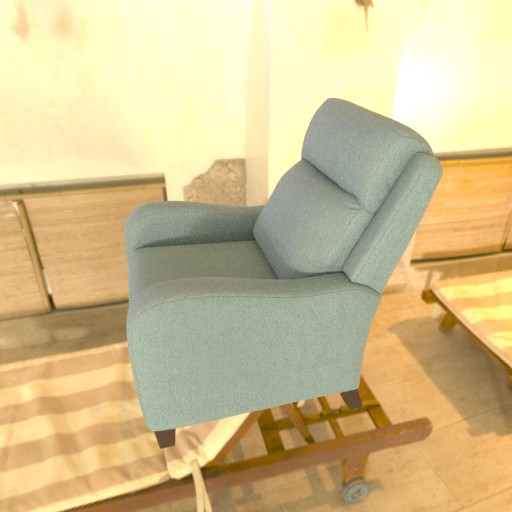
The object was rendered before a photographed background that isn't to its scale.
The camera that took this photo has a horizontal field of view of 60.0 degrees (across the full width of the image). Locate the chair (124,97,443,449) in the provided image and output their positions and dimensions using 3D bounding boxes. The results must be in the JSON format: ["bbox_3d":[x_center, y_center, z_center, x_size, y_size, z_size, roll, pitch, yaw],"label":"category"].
[{"bbox_3d":[0.000,0.000,1.708,0.988,1.067,0.785,-7,30,-13],"label":"chair"}]
